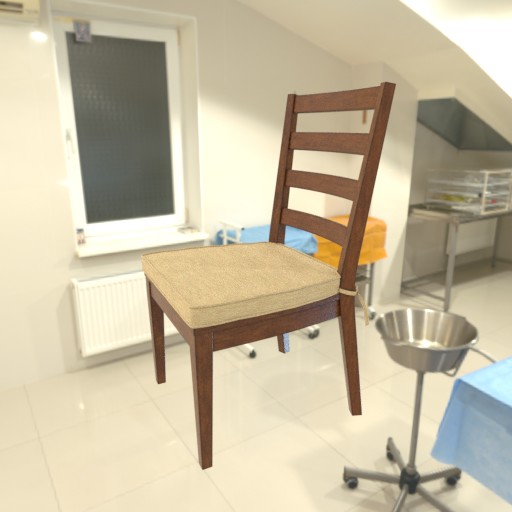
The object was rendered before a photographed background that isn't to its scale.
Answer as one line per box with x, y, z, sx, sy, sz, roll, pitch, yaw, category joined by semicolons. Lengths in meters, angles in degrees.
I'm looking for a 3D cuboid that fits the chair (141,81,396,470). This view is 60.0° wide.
0.000;0.000;1.358;0.595;0.979;0.593;-8;18;-25;chair
